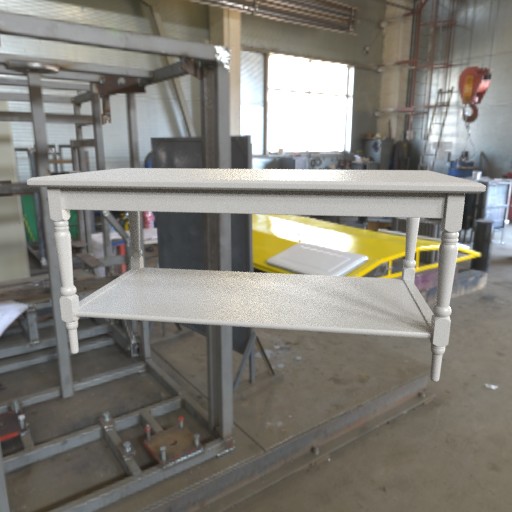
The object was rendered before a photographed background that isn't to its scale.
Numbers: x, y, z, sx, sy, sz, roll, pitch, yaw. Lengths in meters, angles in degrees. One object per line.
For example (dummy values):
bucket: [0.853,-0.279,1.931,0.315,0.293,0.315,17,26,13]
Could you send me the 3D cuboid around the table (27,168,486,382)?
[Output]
table: [0.000,0.000,1.380,1.109,0.506,0.551,2,14,9]
